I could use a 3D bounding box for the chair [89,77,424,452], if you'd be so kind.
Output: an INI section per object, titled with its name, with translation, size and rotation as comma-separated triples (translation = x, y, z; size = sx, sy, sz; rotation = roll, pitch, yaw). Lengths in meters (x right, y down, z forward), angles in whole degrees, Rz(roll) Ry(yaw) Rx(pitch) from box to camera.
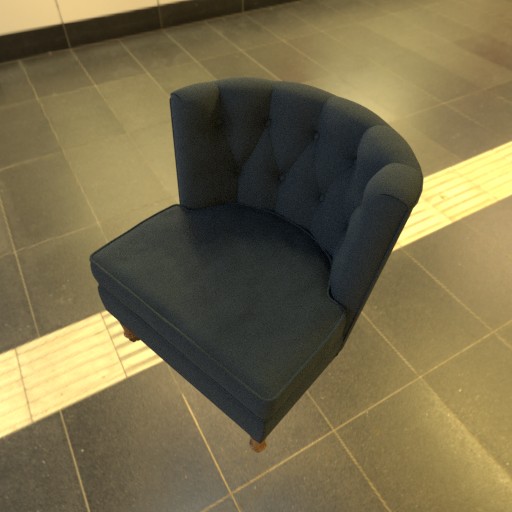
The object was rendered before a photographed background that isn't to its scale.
[chair]
translation = 0.000, 0.000, 1.311
size = 0.740, 0.771, 0.718
rotation = 32, 55, 26
